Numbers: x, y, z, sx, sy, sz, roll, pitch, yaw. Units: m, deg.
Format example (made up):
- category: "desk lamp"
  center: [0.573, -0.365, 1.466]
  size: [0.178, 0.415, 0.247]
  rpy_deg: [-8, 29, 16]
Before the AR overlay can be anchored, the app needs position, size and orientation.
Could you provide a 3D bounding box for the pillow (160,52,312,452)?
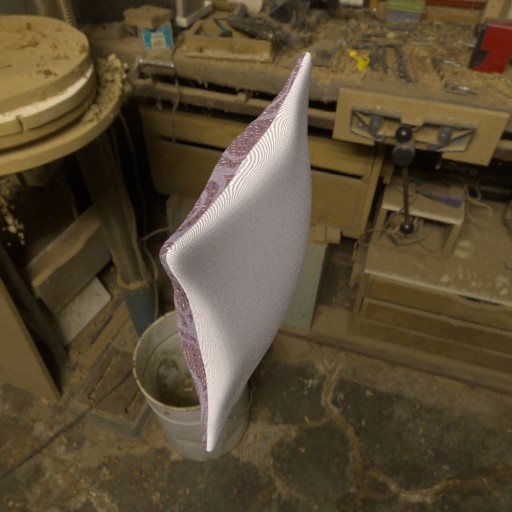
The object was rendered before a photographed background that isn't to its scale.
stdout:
- category: "pillow"
  center: [0.000, 0.000, 0.772]
  size: [0.163, 0.513, 0.514]
  rpy_deg: [15, 48, 14]
